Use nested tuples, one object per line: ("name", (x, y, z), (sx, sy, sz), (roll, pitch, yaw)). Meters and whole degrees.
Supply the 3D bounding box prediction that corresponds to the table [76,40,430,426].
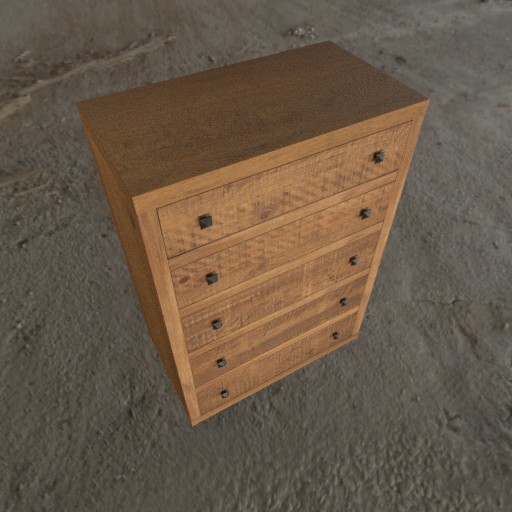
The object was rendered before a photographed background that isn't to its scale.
("table", (0.000, 0.000, 1.749), (0.901, 1.294, 0.524), (-23, 51, -20))
